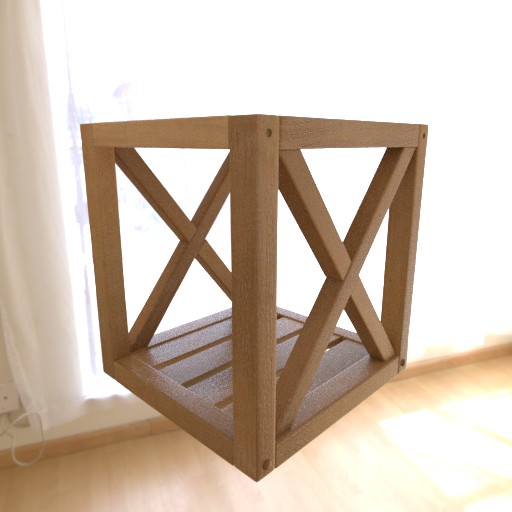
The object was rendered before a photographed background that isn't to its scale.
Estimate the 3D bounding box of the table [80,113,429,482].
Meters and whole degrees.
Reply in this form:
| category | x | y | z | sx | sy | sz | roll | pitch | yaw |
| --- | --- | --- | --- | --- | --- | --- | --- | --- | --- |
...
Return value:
| category | x | y | z | sx | sy | sz | roll | pitch | yaw |
| --- | --- | --- | --- | --- | --- | --- | --- | --- | --- |
| table | 0.000 | 0.000 | 1.064 | 0.558 | 0.610 | 0.559 | 14 | 20 | 42 |
